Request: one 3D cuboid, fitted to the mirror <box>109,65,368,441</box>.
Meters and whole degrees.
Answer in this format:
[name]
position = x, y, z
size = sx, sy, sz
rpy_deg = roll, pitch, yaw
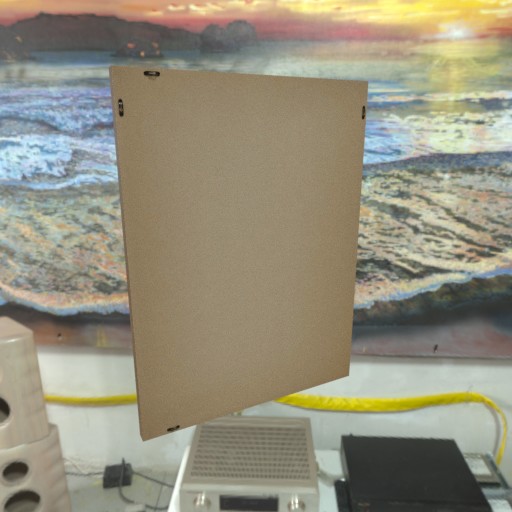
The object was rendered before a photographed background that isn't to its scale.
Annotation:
[mirror]
position = 0.000, 0.000, 1.336
size = 0.762, 1.016, 0.040
rpy_deg = -8, 18, -27
